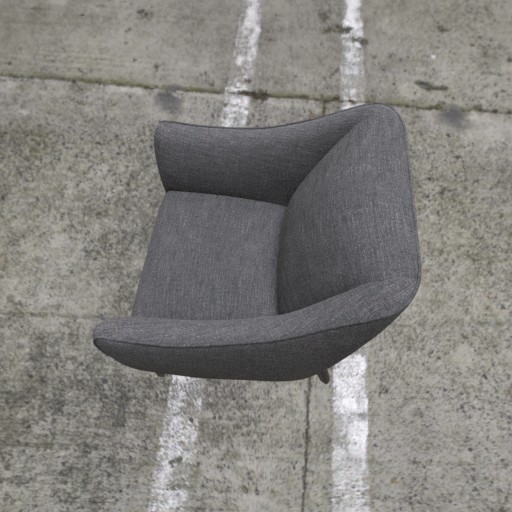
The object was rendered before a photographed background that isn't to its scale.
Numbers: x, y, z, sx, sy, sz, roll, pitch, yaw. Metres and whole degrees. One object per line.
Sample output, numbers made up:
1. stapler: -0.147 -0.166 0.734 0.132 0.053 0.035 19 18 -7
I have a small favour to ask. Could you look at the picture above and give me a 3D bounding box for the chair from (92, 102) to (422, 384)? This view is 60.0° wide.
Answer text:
1. chair: 0.000 0.000 1.549 0.851 0.829 0.870 5 59 3
